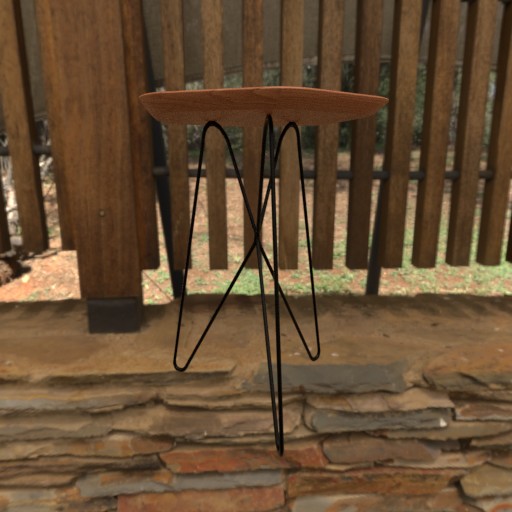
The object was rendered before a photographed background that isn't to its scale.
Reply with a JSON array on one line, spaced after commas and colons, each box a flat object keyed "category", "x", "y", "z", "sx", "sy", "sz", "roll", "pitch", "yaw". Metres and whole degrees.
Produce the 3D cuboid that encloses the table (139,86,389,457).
[{"category": "table", "x": 0.000, "y": 0.000, "z": 0.872, "sx": 0.400, "sy": 0.562, "sz": 0.500, "roll": -2, "pitch": 13, "yaw": -10}]
